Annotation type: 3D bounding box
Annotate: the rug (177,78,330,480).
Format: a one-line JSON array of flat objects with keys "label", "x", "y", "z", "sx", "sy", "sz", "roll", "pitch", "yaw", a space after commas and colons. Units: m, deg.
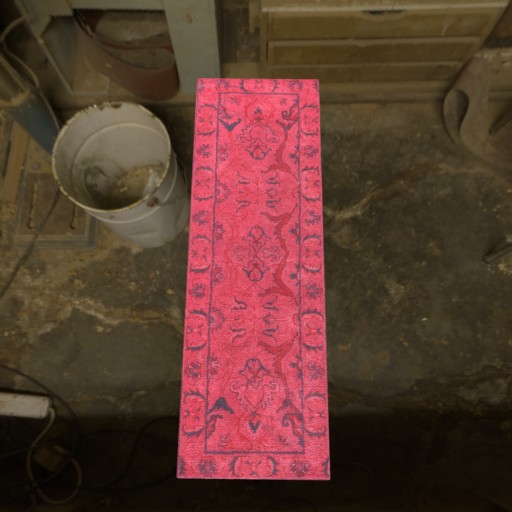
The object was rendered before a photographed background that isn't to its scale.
[{"label": "rug", "x": 0.000, "y": 0.000, "z": 2.652, "sx": 0.813, "sy": 0.018, "sz": 2.439, "roll": 1, "pitch": 75, "yaw": 0}]
